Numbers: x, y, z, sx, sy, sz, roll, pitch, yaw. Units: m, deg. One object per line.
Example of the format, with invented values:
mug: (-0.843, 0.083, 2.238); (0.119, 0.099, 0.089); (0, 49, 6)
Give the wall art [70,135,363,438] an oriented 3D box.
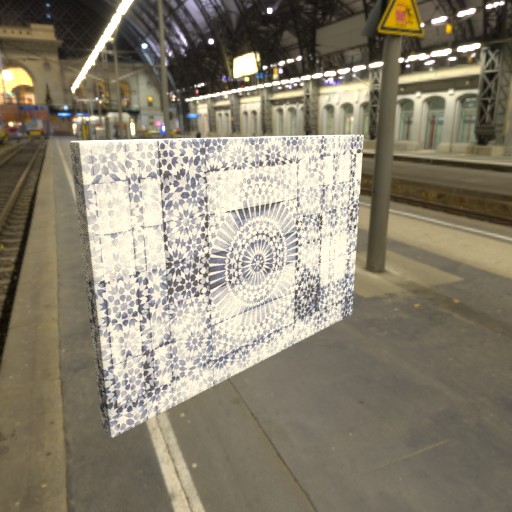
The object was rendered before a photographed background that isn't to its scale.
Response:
wall art: (0.000, 0.000, 0.784); (0.030, 0.406, 0.608); (16, 22, 43)
